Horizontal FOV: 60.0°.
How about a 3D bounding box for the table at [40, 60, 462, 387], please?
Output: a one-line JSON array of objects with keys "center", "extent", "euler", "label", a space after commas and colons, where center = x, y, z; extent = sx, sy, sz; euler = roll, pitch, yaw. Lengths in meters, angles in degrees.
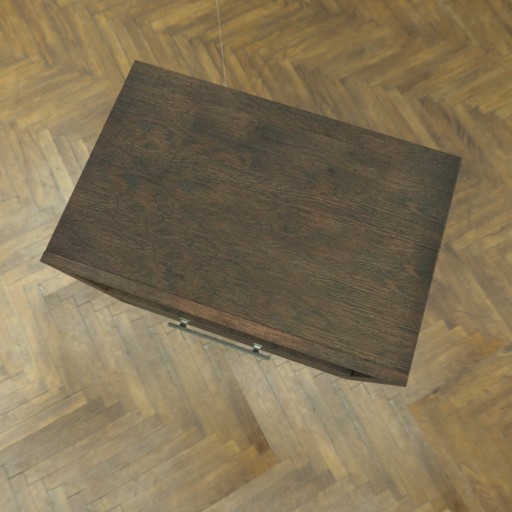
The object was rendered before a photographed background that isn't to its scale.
[{"center": [0.000, 0.000, 1.288], "extent": [0.767, 0.746, 0.542], "euler": [18, 77, 5], "label": "table"}]
